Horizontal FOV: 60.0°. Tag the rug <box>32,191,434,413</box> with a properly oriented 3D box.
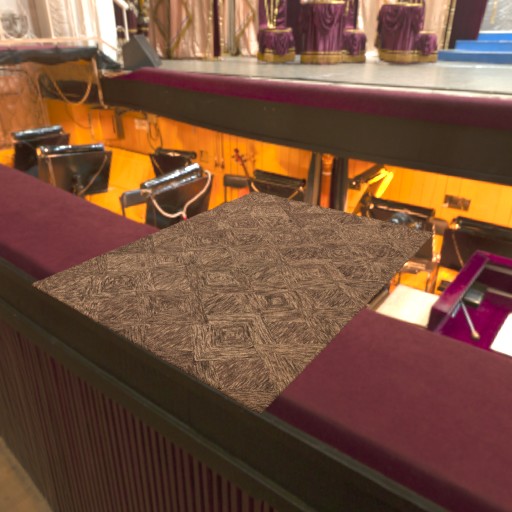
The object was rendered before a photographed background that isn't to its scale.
[{"bbox_3d":[0.000,0.000,4.301,2.448,0.017,3.204,18,32,32],"label":"rug"}]
